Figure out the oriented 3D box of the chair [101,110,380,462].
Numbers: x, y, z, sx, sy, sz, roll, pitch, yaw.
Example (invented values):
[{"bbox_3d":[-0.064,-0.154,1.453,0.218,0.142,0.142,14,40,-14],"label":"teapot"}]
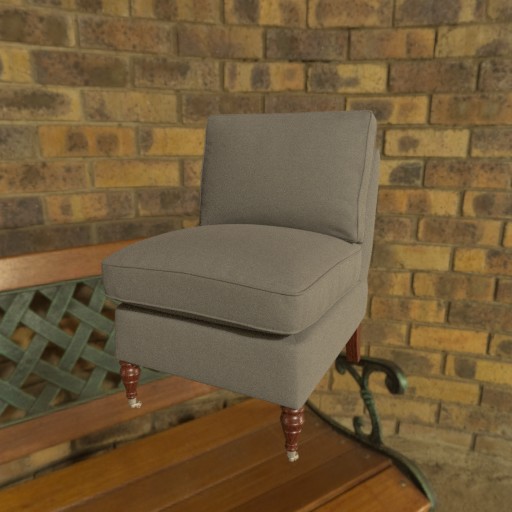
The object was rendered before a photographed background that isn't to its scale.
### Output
[{"bbox_3d":[0.000,0.000,1.656,0.724,1.045,0.924,7,16,25],"label":"chair"}]
